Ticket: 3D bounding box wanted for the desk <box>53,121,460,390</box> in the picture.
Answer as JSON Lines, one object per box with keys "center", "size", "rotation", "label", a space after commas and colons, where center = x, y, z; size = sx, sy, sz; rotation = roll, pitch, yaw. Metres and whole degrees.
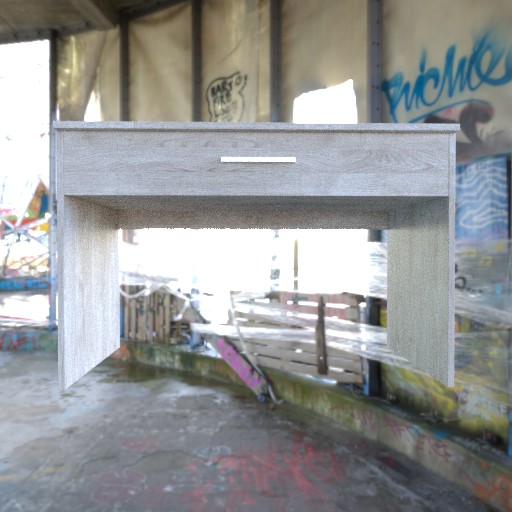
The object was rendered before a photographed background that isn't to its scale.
{"center": [0.000, 0.000, 1.481], "size": [1.100, 0.730, 0.560], "rotation": [0, 1, -1], "label": "desk"}
